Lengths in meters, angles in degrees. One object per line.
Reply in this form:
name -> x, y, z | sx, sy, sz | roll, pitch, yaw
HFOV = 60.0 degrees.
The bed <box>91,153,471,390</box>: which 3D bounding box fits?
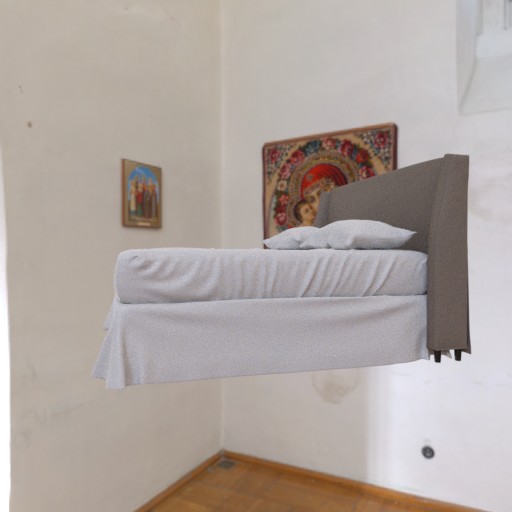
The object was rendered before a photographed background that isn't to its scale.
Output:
bed -> 0.000, 0.000, 3.377 | 2.276, 1.332, 1.925 | 0, 0, -17
